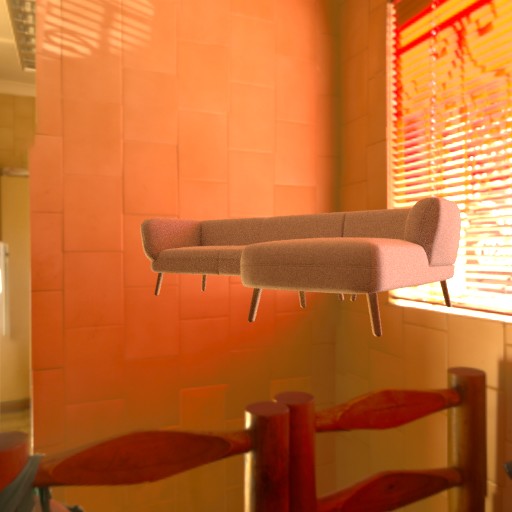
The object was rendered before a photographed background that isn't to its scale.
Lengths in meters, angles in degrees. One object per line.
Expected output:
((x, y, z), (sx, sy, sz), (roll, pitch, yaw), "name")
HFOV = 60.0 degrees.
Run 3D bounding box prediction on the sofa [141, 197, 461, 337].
((0.000, 0.000, 3.327), (2.660, 0.730, 1.610), (0, 0, 36), "sofa")
